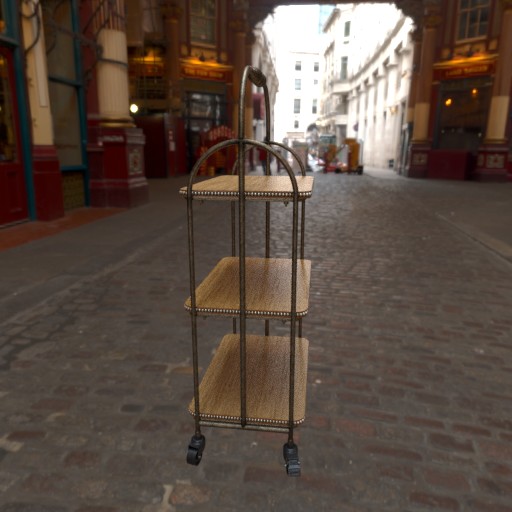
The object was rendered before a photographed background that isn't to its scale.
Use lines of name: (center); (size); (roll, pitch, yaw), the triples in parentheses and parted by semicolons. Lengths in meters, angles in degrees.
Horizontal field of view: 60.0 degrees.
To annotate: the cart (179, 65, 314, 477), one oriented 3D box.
cart: (0.000, 0.000, 1.335); (0.330, 1.052, 0.650); (2, 14, 8)
